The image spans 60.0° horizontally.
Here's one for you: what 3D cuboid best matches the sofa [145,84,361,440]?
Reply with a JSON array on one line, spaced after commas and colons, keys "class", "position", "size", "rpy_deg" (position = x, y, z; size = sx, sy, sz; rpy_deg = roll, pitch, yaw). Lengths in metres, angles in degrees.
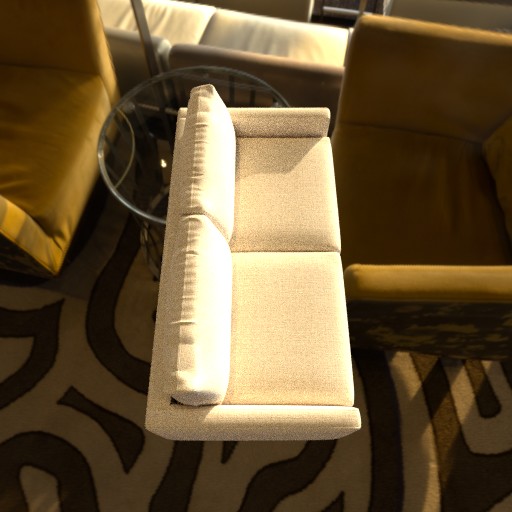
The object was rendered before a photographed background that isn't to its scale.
[{"class": "sofa", "position": [0.000, 0.000, 2.164], "size": [0.839, 0.812, 1.651], "rpy_deg": [0, 63, 0]}]
